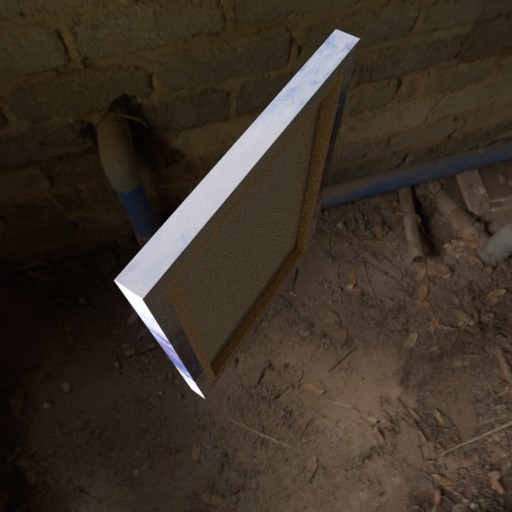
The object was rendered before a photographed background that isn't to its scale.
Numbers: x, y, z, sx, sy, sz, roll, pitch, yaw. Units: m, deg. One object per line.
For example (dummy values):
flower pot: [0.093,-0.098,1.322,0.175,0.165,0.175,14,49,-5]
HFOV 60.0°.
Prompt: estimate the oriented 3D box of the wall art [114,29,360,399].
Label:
wall art: [0.000,0.000,0.761,0.036,0.581,0.437,31,67,14]
